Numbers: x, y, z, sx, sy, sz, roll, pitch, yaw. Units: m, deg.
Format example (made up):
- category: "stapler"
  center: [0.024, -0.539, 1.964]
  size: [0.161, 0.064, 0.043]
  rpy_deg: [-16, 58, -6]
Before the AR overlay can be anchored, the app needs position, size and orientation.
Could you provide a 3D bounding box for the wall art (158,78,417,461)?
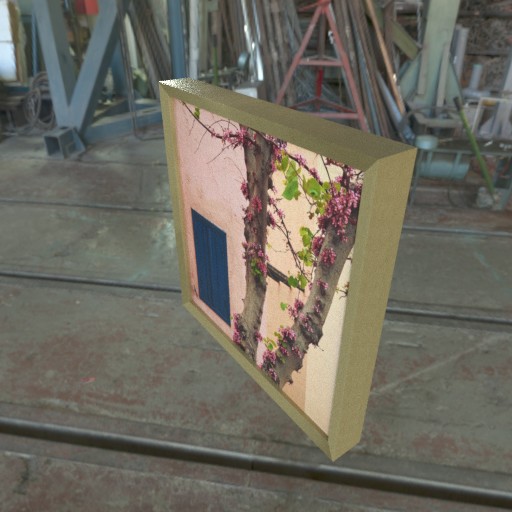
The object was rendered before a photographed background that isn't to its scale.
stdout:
- category: "wall art"
  center: [0.000, 0.000, 0.464]
  size: [0.038, 0.305, 0.304]
  rpy_deg: [-21, 38, -30]
